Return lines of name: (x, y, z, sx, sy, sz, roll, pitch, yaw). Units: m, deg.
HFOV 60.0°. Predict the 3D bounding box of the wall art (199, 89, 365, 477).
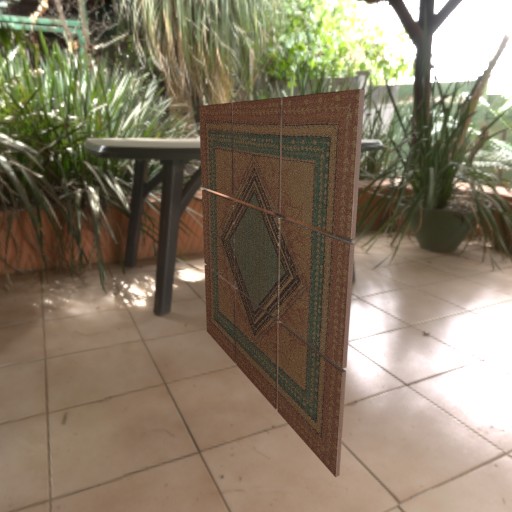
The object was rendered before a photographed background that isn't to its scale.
wall art: (0.000, 0.000, 1.377, 0.013, 0.914, 0.915, -8, 18, -25)
